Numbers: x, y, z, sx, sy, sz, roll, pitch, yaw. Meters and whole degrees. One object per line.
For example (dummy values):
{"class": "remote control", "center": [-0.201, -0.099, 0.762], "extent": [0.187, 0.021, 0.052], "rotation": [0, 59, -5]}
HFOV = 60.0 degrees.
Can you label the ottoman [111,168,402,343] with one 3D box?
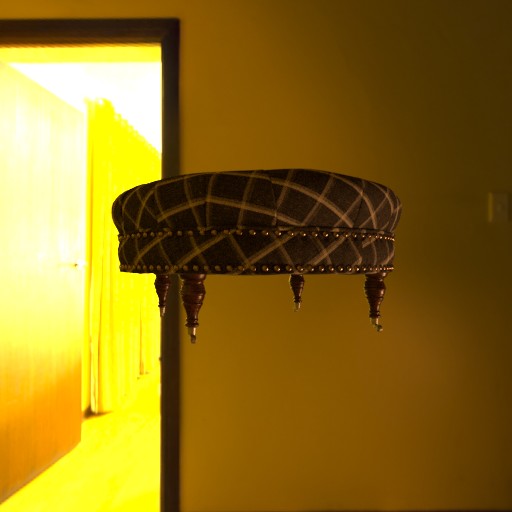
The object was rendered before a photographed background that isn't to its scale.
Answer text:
{"class": "ottoman", "center": [0.000, 0.000, 1.432], "extent": [0.901, 0.439, 0.901], "rotation": [0, -1, 0]}
